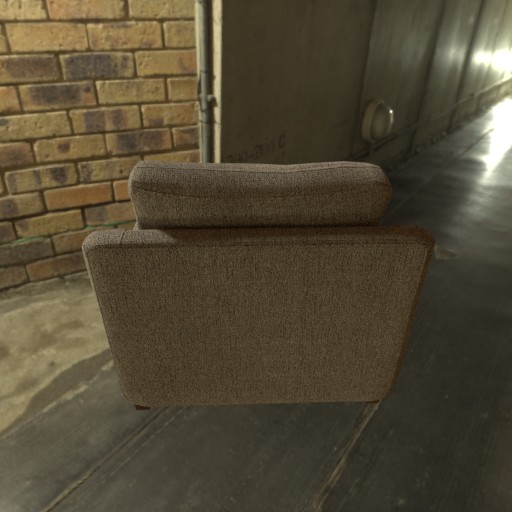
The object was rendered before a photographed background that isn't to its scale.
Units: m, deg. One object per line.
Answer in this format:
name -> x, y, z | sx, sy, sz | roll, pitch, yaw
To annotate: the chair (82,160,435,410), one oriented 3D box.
chair -> 0.000, 0.000, 1.984 | 1.138, 1.037, 1.009 | -1, 30, -2
